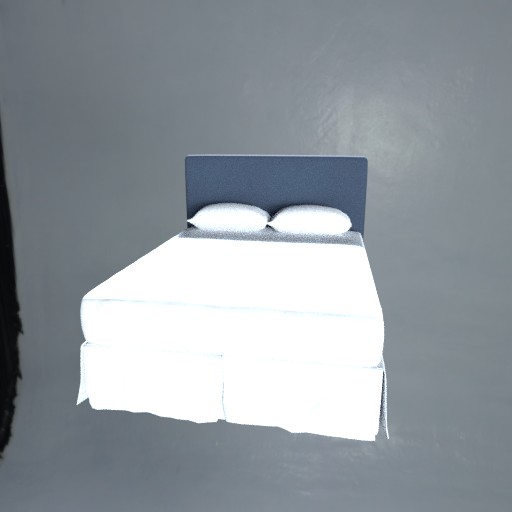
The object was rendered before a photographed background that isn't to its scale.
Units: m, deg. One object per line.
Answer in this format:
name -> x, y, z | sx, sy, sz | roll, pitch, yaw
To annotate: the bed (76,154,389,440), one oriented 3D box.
bed -> 0.000, 0.000, 3.187 | 1.713, 1.330, 2.162 | 3, 16, 9
